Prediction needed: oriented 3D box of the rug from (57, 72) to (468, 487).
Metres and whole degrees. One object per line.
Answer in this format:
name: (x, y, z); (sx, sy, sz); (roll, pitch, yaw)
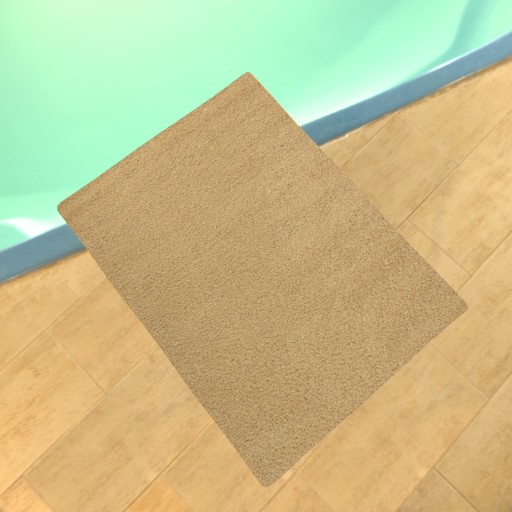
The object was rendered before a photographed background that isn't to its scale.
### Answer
rug: (0.000, 0.000, 2.076); (1.199, 0.025, 1.600); (-38, 79, -9)
